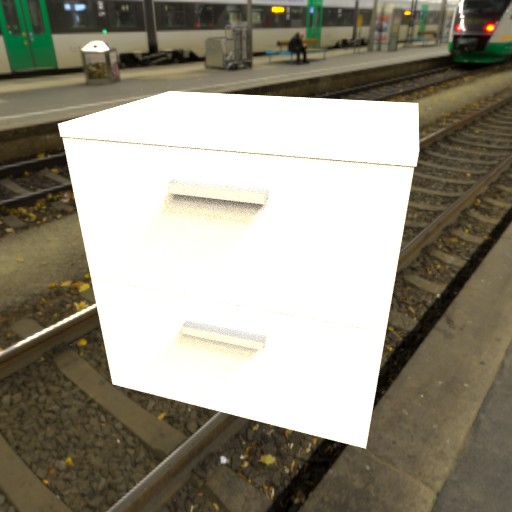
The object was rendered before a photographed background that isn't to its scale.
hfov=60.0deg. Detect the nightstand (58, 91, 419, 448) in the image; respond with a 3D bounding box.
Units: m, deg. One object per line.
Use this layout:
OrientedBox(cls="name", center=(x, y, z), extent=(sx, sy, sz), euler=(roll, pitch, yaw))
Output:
OrientedBox(cls="nightstand", center=(0.000, 0.000, 0.741), extent=(0.441, 0.460, 0.325), euler=(9, 29, 16))
